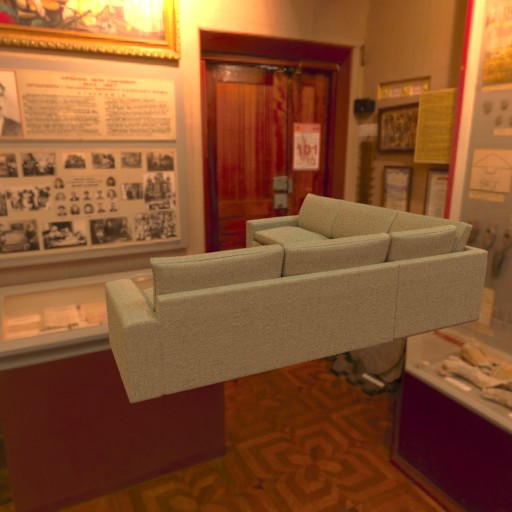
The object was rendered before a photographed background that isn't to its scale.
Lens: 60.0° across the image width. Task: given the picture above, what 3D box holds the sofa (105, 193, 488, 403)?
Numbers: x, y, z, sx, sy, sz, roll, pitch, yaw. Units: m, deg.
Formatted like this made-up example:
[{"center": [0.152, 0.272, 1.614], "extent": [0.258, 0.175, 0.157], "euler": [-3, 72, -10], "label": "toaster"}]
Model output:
[{"center": [0.000, 0.000, 4.022], "extent": [2.742, 0.800, 2.622], "euler": [-7, 16, -24], "label": "sofa"}]
